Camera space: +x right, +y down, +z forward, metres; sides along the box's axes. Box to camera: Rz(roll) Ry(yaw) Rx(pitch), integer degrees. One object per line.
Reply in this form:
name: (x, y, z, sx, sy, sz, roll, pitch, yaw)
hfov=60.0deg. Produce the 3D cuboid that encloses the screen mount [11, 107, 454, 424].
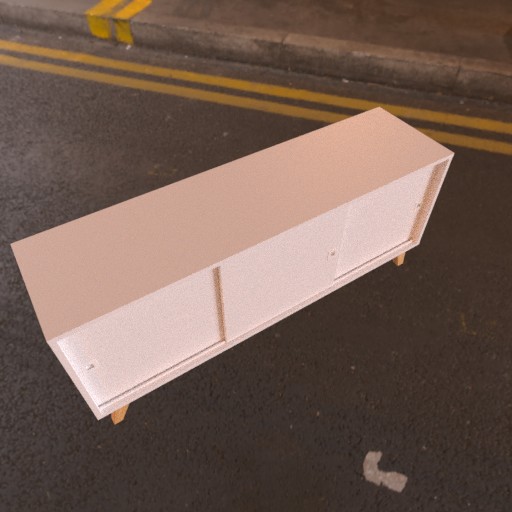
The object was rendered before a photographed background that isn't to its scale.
screen mount: (0.000, 0.000, 1.712, 1.490, 0.619, 0.400, -25, 52, -21)
